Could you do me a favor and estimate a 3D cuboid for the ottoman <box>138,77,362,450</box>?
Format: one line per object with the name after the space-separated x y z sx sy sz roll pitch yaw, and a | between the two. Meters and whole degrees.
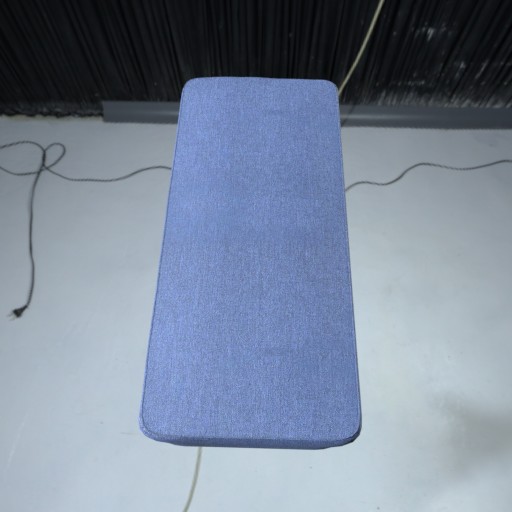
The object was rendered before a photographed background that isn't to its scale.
0.000 0.000 1.393 0.515 0.460 1.110 1 64 1 | ottoman
